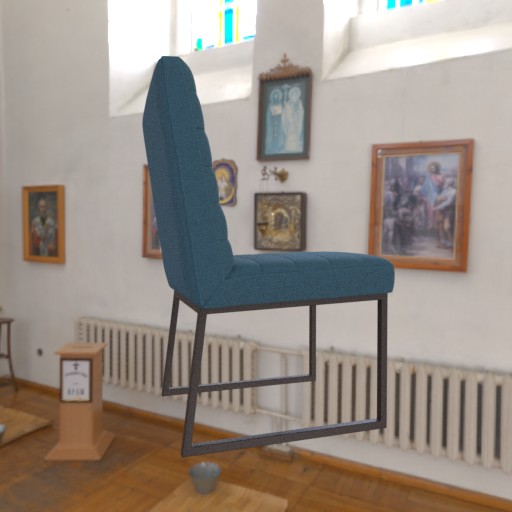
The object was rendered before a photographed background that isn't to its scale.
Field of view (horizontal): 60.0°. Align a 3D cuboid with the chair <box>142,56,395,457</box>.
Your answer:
[{"bbox_3d":[0.000,0.000,1.323,0.634,0.930,0.520,0,1,-18],"label":"chair"}]
